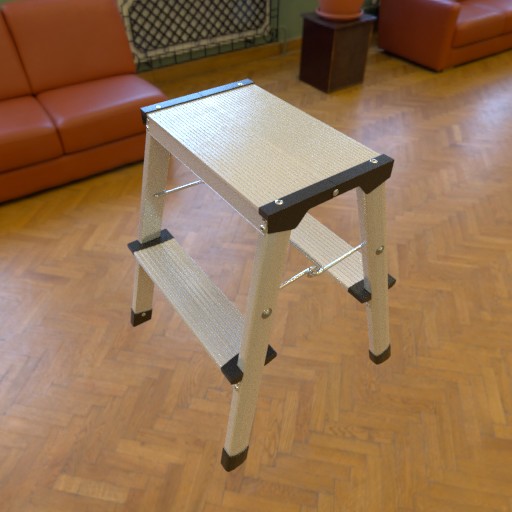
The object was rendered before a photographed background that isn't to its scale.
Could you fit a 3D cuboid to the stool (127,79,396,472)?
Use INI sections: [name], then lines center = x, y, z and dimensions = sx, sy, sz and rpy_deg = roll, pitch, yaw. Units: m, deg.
[stool]
center = 0.000, 0.000, 0.789
dimensions = 0.405, 0.480, 0.404
rpy_deg = -26, 49, -25
